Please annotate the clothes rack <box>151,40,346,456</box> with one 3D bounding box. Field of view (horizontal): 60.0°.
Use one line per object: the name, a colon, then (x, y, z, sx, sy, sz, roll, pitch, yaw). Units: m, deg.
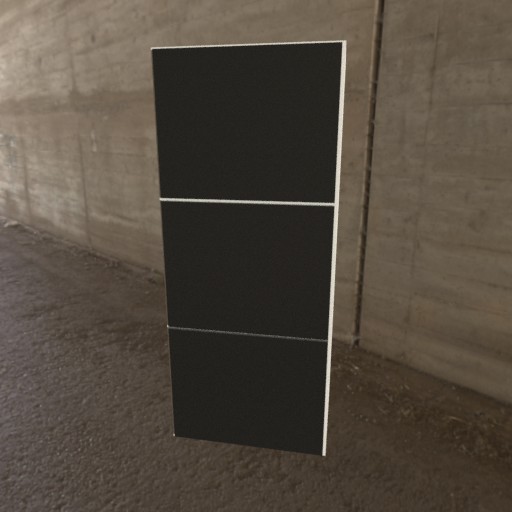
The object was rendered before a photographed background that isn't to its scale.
clothes rack: (0.000, 0.000, 1.415, 0.500, 1.187, 0.330, 3, 16, 10)
